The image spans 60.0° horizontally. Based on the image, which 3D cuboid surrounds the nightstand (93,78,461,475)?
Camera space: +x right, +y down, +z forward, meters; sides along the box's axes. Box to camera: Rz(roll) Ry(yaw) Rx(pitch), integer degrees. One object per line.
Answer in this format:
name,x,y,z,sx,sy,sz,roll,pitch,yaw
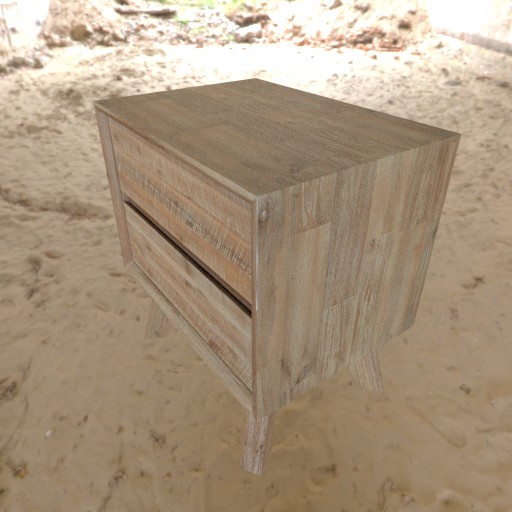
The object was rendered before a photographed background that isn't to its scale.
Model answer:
nightstand,0.000,0.000,0.942,0.396,0.589,0.552,-21,38,-30
